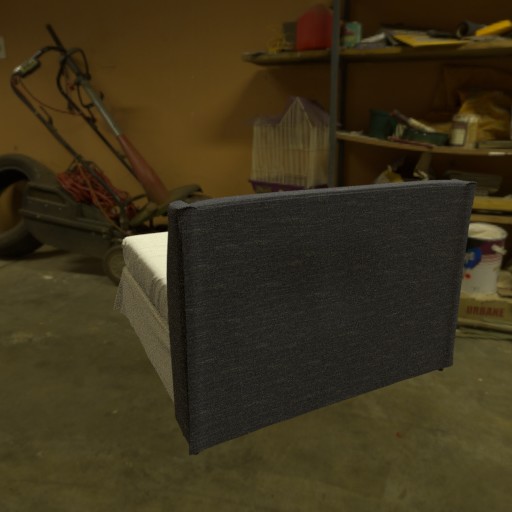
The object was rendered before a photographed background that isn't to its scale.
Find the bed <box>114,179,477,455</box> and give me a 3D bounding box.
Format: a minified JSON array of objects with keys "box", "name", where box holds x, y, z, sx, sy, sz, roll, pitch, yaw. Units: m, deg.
[{"box":[0.000,0.000,3.438,1.925,1.332,2.276,-8,19,-26],"name":"bed"}]
